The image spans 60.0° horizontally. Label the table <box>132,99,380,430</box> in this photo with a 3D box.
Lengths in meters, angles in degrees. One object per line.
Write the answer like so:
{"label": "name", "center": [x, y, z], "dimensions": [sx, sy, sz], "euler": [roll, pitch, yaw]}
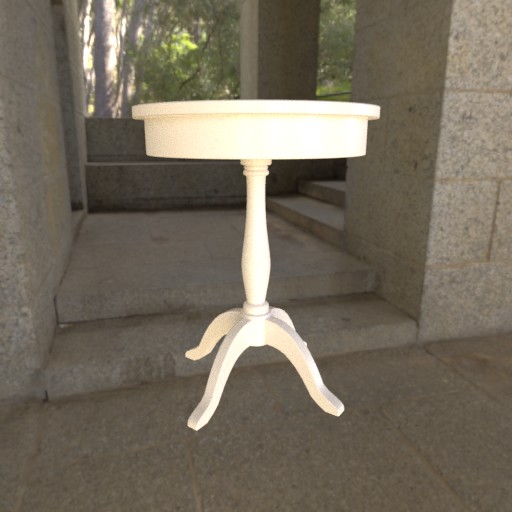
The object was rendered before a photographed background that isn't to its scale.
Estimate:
{"label": "table", "center": [0.000, 0.000, 1.032], "dimensions": [0.513, 0.653, 0.513], "euler": [0, 15, 0]}
